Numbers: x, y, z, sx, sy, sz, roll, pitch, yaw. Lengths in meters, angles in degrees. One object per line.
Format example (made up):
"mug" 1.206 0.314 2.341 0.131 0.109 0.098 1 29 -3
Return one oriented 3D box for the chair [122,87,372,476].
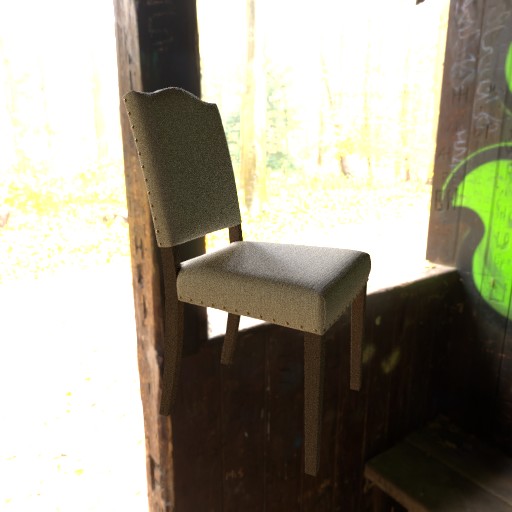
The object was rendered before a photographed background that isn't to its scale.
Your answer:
"chair" 0.000 0.000 1.381 0.619 1.015 0.508 7 16 26
